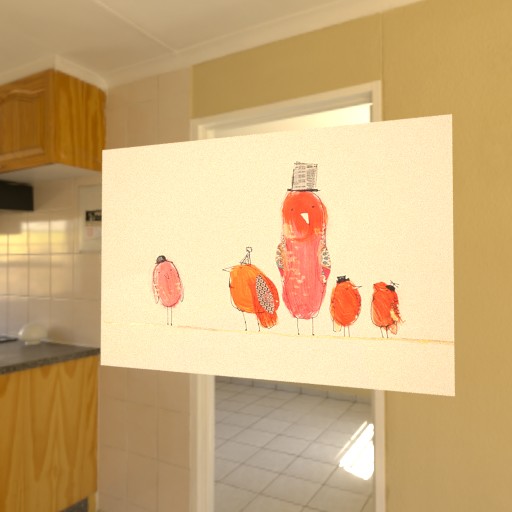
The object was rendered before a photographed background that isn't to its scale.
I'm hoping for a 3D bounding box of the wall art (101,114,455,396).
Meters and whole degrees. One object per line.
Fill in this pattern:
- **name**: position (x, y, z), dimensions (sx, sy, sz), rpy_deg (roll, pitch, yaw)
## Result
- **wall art**: position (0.000, 0.000, 1.124), dimensions (0.914, 0.609, 0.038), rpy_deg (0, -1, 19)
